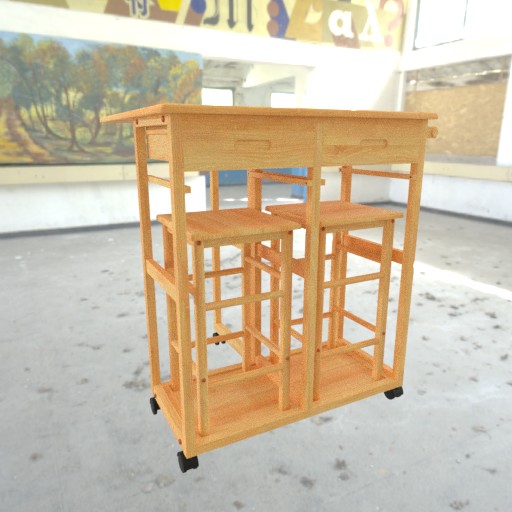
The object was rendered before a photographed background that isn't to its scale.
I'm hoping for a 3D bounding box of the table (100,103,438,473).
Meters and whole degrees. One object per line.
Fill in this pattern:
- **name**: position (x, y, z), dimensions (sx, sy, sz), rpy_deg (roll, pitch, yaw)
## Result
- **table**: position (0.000, 0.000, 1.374), dimensions (0.752, 0.832, 0.693), rpy_deg (-8, 17, -27)
